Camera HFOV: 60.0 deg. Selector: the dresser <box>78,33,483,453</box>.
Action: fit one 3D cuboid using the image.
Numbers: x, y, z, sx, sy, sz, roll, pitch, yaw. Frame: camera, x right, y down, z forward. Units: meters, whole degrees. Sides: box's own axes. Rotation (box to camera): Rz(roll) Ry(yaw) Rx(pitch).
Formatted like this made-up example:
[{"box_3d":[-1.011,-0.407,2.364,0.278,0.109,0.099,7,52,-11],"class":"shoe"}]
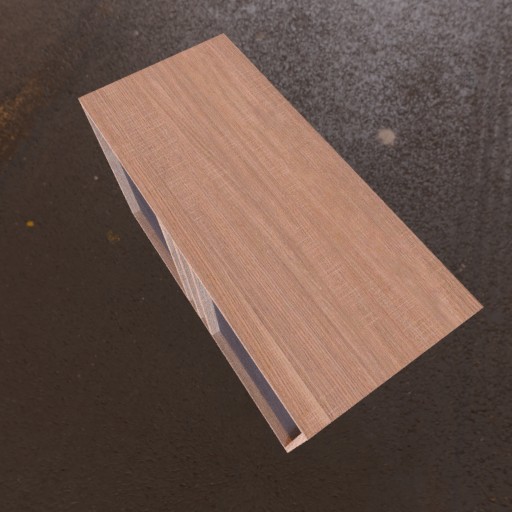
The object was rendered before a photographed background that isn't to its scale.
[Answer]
[{"box_3d":[0.000,0.000,1.499,0.500,0.780,1.110,-31,68,-14],"class":"dresser"}]
